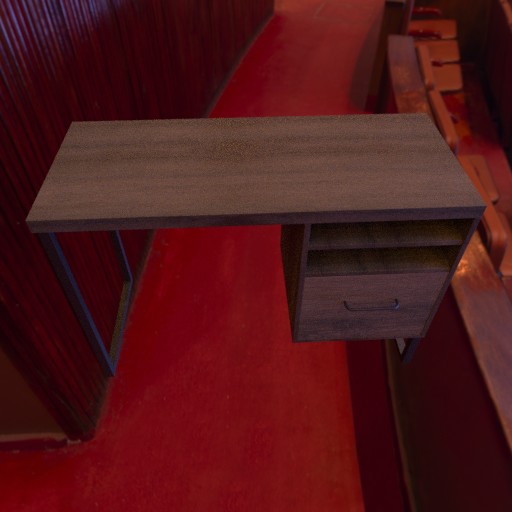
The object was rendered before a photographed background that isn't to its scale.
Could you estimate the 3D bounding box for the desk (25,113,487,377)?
[{"bbox_3d":[0.000,0.000,1.509,1.134,0.752,0.511,-2,46,-2],"label":"desk"}]
